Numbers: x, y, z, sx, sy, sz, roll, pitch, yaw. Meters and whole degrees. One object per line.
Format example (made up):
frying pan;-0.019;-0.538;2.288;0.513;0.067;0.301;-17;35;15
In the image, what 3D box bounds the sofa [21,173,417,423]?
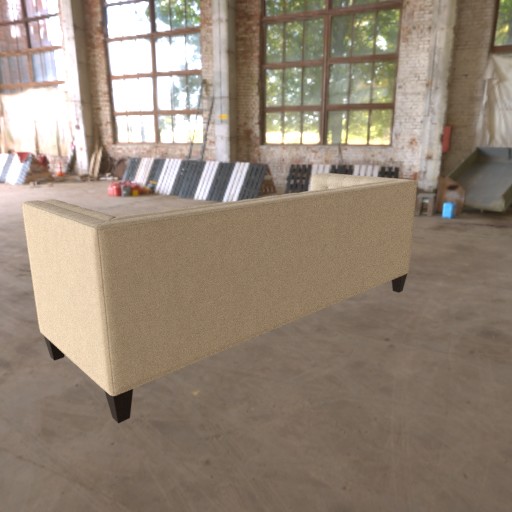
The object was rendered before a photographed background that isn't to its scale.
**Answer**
sofa;0.000;0.000;2.517;2.159;0.762;0.775;-14;21;-41
